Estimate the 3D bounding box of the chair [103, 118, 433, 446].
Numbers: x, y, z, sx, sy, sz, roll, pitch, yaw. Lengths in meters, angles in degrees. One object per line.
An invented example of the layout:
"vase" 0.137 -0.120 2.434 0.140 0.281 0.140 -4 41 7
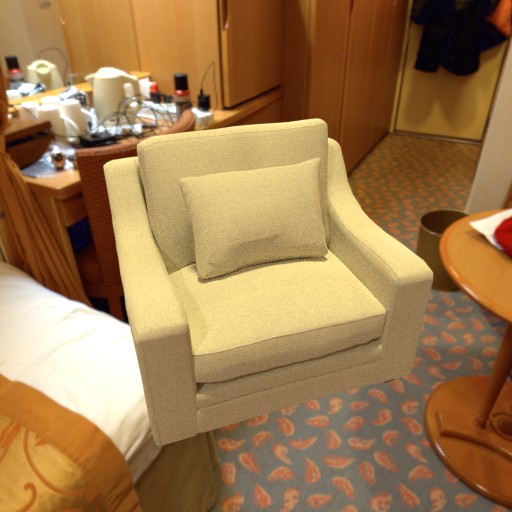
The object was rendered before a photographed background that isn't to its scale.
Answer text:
"chair" 0.000 0.000 1.999 1.178 1.016 1.009 -10 34 -16
